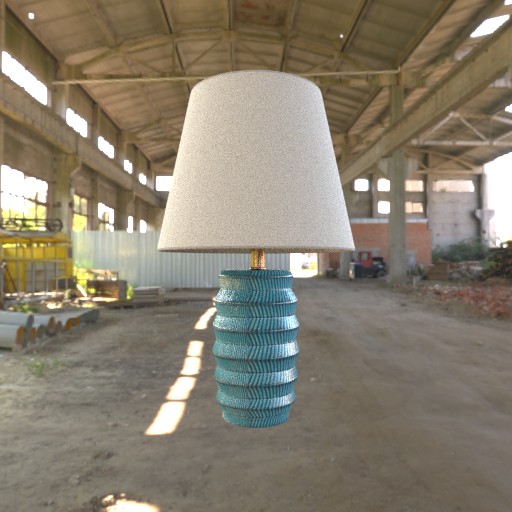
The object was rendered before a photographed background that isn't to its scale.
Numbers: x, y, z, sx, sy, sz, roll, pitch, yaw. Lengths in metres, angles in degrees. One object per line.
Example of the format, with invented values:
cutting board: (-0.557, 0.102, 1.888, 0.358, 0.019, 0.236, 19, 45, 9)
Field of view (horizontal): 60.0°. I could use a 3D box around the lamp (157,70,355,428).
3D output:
lamp: (0.000, 0.000, 0.811, 0.355, 0.582, 0.355, 0, -1, 0)
